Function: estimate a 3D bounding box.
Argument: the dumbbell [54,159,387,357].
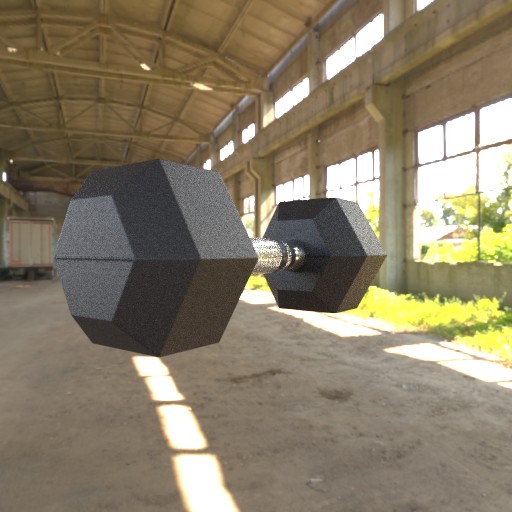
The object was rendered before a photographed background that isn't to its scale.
[{"bbox_3d":[0.000,0.000,0.377,0.129,0.113,0.315,0,1,37],"label":"dumbbell"}]
